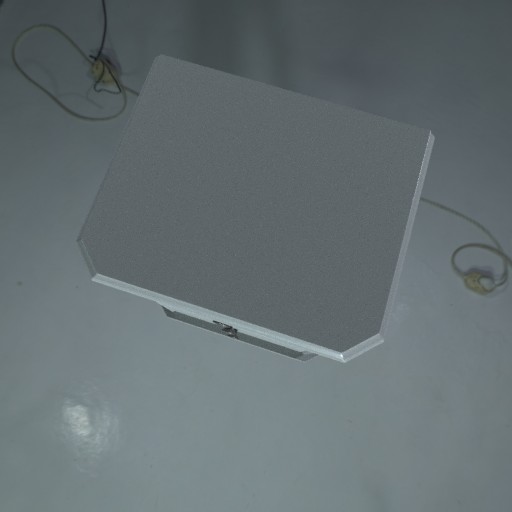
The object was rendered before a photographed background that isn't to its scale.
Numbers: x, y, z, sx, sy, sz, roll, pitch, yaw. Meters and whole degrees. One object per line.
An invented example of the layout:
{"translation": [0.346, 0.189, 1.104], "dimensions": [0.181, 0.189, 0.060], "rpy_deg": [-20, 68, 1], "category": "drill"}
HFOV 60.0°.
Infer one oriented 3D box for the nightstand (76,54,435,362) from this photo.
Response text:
{"translation": [0.000, 0.000, 0.938], "dimensions": [0.435, 0.680, 0.348], "rpy_deg": [17, 77, 4], "category": "nightstand"}
